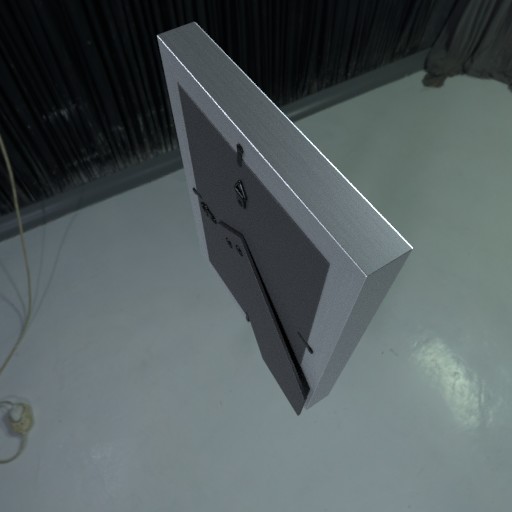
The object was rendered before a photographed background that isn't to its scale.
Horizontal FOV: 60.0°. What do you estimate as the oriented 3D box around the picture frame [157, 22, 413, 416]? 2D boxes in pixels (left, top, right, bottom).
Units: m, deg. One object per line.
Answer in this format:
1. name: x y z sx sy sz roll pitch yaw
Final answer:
1. picture frame: 0.000 0.000 0.272 0.028 0.208 0.157 -29 63 -16
